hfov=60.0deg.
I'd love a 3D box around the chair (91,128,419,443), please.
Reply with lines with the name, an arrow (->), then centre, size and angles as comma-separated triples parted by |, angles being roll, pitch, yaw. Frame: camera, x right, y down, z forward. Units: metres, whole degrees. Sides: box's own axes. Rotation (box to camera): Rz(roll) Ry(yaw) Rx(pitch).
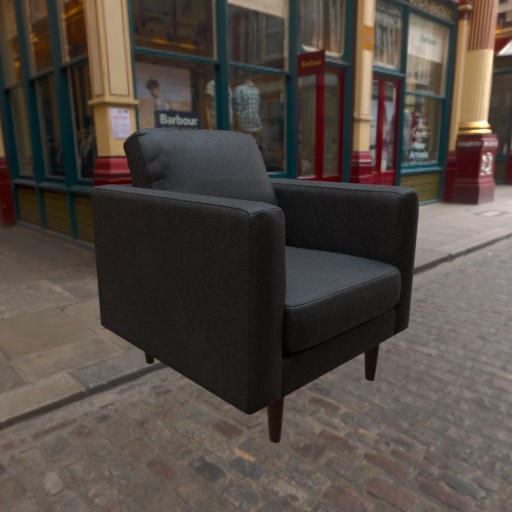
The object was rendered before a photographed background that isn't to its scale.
chair -> 0.000, 0.000, 1.596 | 0.831, 0.898, 0.879 | -12, 18, -43
